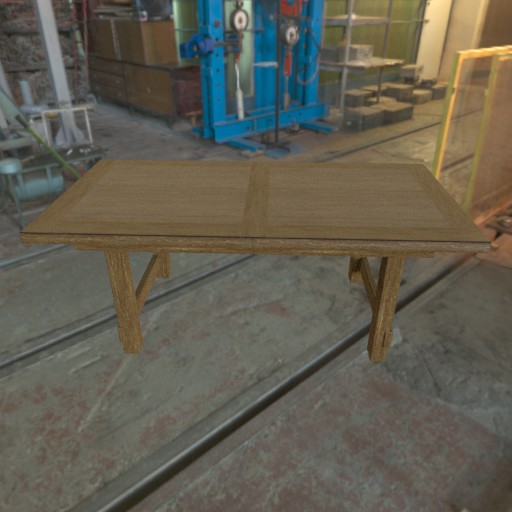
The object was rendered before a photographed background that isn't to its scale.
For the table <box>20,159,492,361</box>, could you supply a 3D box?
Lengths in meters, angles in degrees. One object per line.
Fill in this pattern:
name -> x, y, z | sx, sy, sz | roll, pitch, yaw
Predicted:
table -> 0.000, 0.000, 2.475 | 1.982, 0.762, 1.000 | 1, 30, 2
